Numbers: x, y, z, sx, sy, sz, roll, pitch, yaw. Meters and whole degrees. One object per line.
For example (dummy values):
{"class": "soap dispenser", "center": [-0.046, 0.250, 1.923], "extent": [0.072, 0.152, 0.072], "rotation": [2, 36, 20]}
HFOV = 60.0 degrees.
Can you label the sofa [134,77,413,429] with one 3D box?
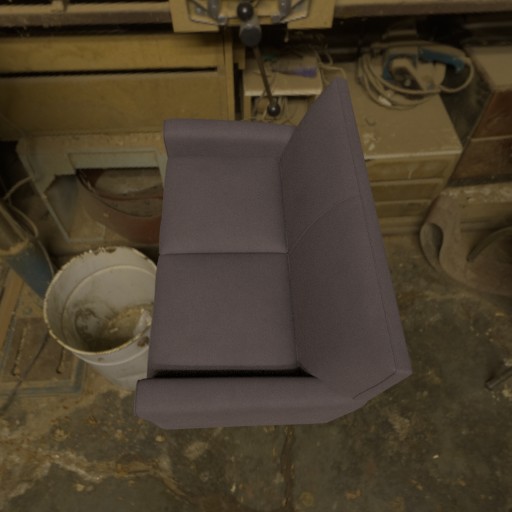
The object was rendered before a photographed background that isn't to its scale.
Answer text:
{"class": "sofa", "center": [0.000, 0.000, 1.983], "extent": [0.871, 0.846, 1.420], "rotation": [-2, 58, -1]}
